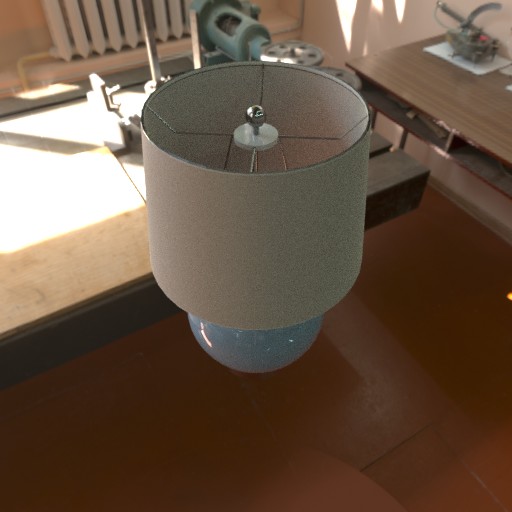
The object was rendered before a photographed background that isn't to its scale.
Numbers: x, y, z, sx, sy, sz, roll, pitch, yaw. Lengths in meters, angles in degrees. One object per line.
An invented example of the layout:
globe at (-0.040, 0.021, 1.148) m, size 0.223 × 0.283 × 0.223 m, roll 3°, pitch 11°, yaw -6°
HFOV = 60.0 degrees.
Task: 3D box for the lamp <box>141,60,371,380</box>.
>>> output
lamp at (0.000, 0.000, 0.538) m, size 0.247 × 0.387 × 0.247 m, roll 0°, pitch 46°, yaw 0°
